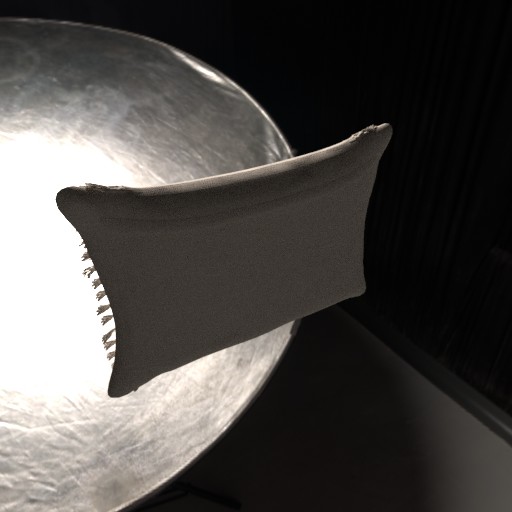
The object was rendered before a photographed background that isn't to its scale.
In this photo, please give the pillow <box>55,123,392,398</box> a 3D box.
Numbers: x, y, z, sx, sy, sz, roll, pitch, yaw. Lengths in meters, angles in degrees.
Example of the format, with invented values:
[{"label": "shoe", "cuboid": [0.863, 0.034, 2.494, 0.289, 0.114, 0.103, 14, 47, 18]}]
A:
[{"label": "pillow", "cuboid": [0.000, 0.000, 0.614, 0.466, 0.305, 0.084, -18, 36, -27]}]
